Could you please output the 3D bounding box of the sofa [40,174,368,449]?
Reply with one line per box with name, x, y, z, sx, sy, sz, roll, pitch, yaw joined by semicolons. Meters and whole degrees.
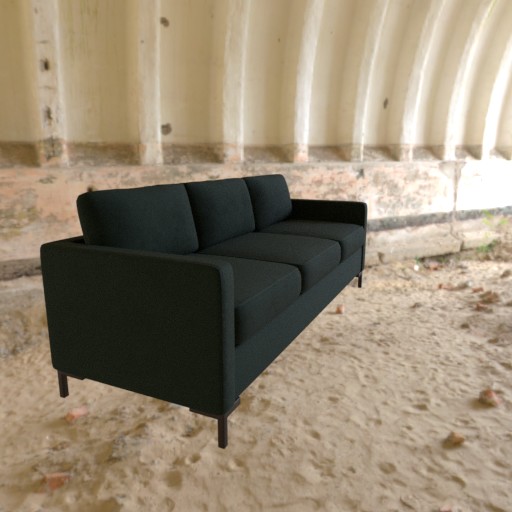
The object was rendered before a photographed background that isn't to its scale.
sofa;0.000;0.000;2.583;0.859;0.870;2.218;6;14;25
